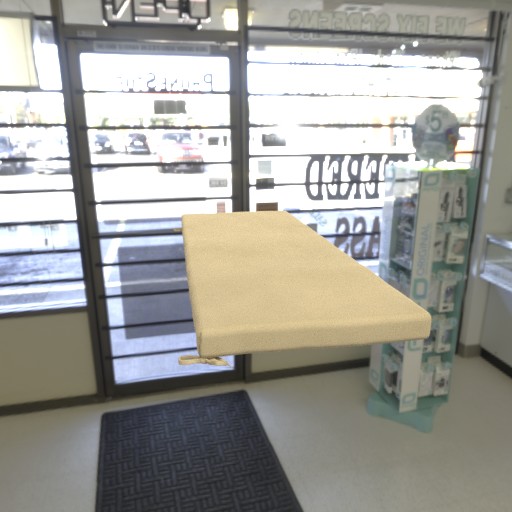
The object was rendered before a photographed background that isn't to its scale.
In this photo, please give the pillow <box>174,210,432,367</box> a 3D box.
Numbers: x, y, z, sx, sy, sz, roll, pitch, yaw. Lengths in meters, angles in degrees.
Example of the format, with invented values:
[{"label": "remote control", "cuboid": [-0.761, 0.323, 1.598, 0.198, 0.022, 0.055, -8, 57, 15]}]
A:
[{"label": "pillow", "cuboid": [0.000, 0.000, 1.357, 0.492, 0.081, 1.187, -3, 16, -10]}]
